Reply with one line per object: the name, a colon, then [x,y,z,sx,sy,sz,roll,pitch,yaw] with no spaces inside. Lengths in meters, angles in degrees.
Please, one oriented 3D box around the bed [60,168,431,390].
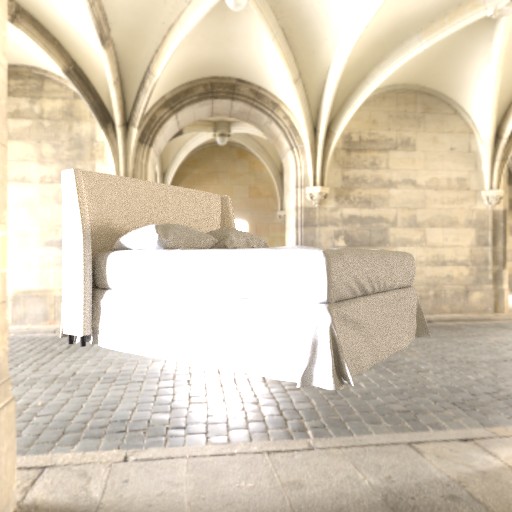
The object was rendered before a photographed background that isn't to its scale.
bed: [0.000,0.000,3.472,2.276,1.332,1.925,0,0,35]
